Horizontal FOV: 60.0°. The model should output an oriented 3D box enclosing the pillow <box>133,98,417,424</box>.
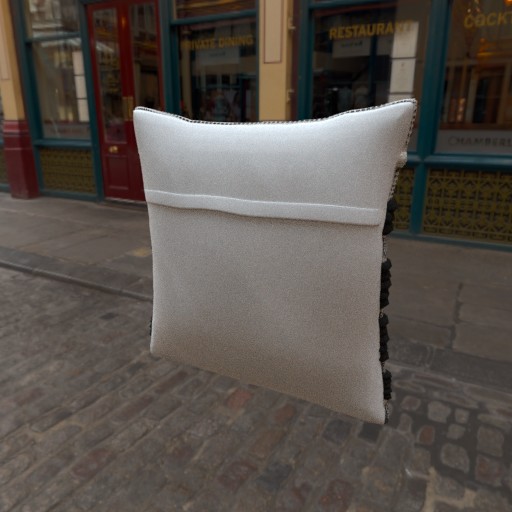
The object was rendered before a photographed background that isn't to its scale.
[{"bbox_3d":[0.000,0.000,0.672,0.436,0.438,0.156,8,18,27],"label":"pillow"}]
